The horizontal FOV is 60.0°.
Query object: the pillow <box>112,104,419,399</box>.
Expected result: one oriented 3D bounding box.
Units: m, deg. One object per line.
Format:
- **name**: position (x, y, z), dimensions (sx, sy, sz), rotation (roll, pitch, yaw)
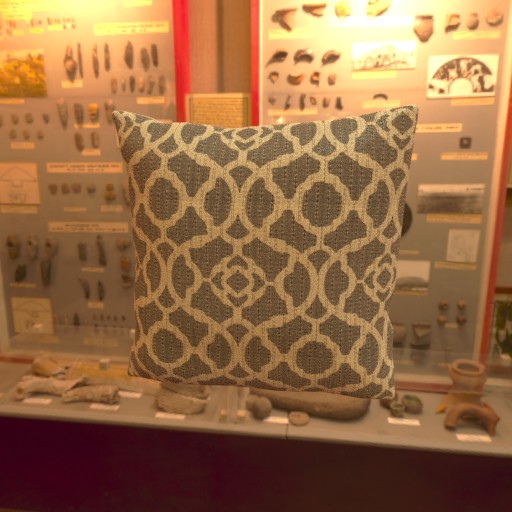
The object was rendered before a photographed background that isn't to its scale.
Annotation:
- **pillow**: position (0.000, 0.000, 0.778), dimensions (0.508, 0.498, 0.215), rotation (2, 13, 9)
